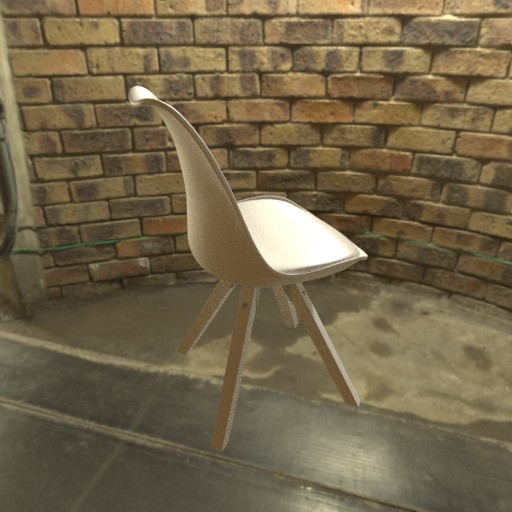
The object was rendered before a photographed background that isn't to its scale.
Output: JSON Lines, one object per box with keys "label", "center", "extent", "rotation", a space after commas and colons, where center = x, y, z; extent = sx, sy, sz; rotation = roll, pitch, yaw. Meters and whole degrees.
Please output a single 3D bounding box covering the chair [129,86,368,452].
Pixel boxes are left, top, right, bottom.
{"label": "chair", "center": [0.000, 0.000, 1.183], "extent": [0.550, 0.850, 0.485], "rotation": [-10, 29, -19]}
